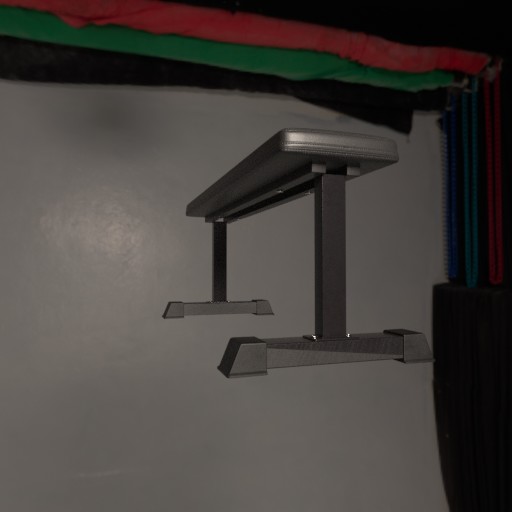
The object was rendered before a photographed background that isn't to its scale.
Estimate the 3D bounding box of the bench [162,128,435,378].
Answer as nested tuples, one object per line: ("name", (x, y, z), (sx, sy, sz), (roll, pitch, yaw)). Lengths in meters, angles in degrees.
("bench", (0.000, 0.000, 1.324), (0.439, 0.453, 1.072), (0, -2, -18))
